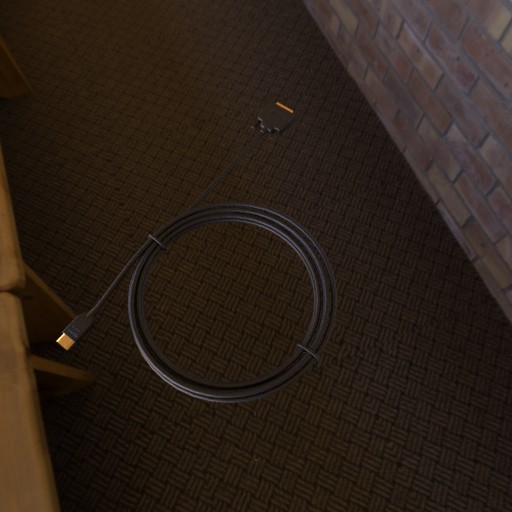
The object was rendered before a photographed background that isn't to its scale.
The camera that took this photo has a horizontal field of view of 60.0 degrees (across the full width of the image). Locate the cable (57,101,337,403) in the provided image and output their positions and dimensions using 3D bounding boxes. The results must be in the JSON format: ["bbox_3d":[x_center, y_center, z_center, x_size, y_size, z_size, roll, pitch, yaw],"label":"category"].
[{"bbox_3d":[0.000,0.000,0.523,0.257,0.030,0.422,34,70,15],"label":"cable"}]
